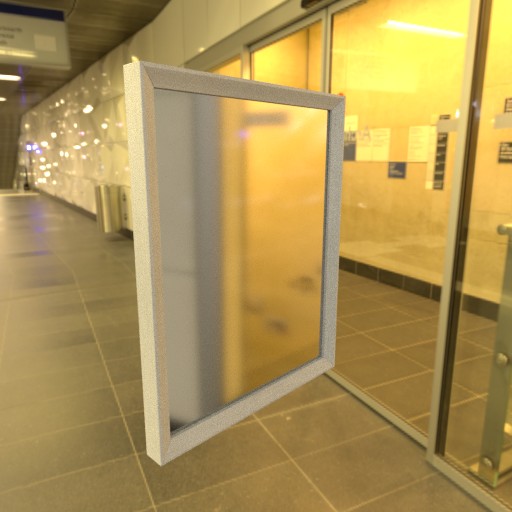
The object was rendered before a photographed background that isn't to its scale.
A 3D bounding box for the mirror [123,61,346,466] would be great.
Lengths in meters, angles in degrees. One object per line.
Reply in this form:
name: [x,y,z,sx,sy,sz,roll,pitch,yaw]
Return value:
mirror: [0.000,0.000,0.695,0.041,0.509,0.406,12,17,43]
